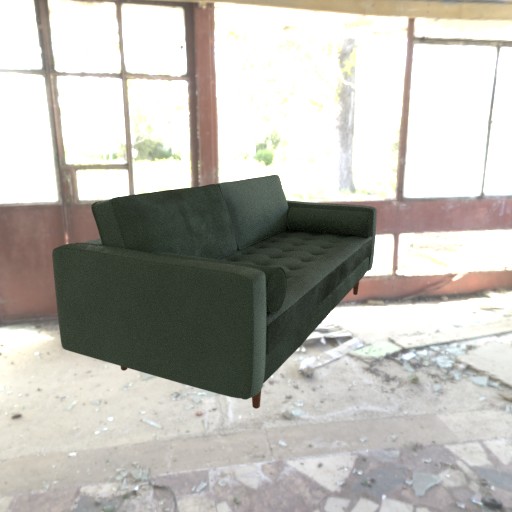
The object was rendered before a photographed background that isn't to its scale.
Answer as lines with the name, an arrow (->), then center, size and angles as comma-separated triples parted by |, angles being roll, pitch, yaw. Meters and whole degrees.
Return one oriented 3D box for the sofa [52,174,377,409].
sofa -> 0.000, 0.000, 2.401 | 0.916, 0.772, 1.880 | 7, 16, 26
